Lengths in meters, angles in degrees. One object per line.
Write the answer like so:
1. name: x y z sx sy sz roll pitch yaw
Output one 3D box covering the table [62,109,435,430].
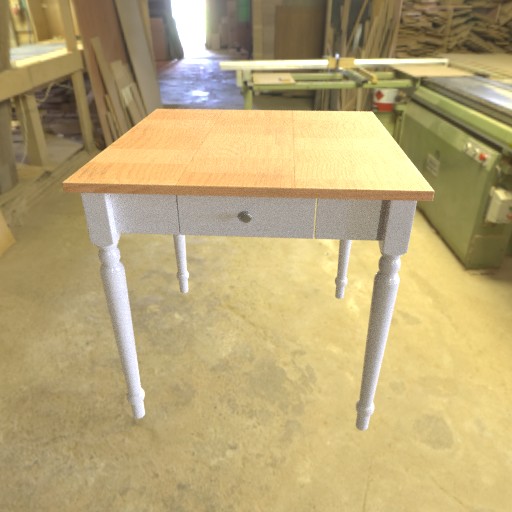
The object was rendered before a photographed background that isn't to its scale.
1. table: 0.000 0.000 1.390 0.747 0.738 0.747 2 30 3
